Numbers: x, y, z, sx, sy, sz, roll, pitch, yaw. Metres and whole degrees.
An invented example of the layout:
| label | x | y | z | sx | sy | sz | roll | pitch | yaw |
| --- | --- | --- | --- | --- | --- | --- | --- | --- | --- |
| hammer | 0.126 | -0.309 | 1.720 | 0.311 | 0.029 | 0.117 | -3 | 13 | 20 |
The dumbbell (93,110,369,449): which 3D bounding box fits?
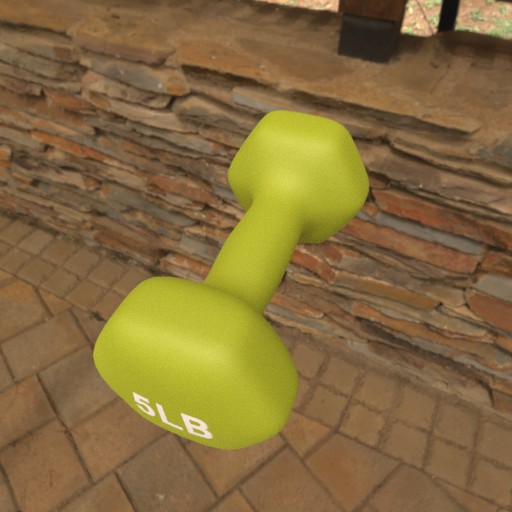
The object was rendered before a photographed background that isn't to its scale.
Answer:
| label | x | y | z | sx | sy | sz | roll | pitch | yaw |
| --- | --- | --- | --- | --- | --- | --- | --- | --- | --- |
| dumbbell | 0.000 | 0.000 | 0.207 | 0.080 | 0.072 | 0.164 | 16 | 48 | 15 |
